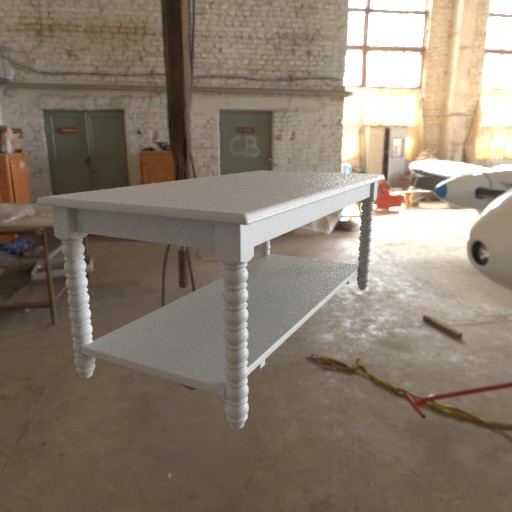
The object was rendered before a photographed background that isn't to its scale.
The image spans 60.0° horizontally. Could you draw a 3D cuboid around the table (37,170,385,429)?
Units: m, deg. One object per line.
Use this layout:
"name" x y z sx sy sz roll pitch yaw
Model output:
"table" 0.000 0.000 1.488 0.580 0.487 1.171 7 16 27
